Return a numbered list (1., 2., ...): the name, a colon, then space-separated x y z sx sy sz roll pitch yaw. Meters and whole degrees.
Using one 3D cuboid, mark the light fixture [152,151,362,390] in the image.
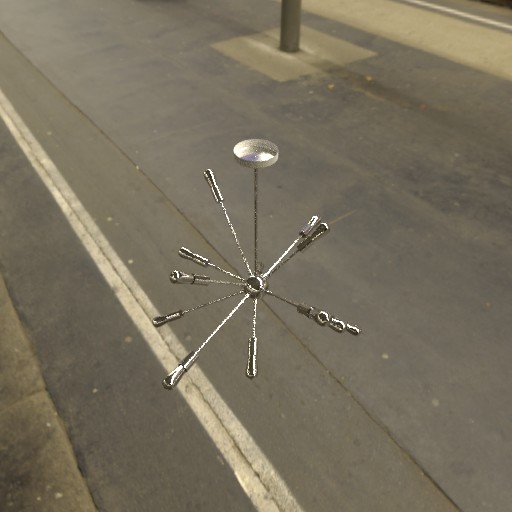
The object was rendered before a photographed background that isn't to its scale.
1. light fixture: 0.000 0.000 1.048 0.509 0.558 0.684 24 48 24
